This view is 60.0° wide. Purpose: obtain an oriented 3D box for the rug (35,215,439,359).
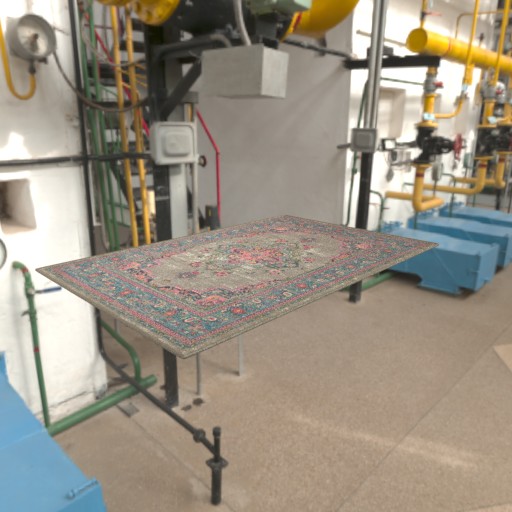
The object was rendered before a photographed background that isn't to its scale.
[{"bbox_3d":[0.000,0.000,2.249,1.144,0.014,1.748,16,23,42],"label":"rug"}]
